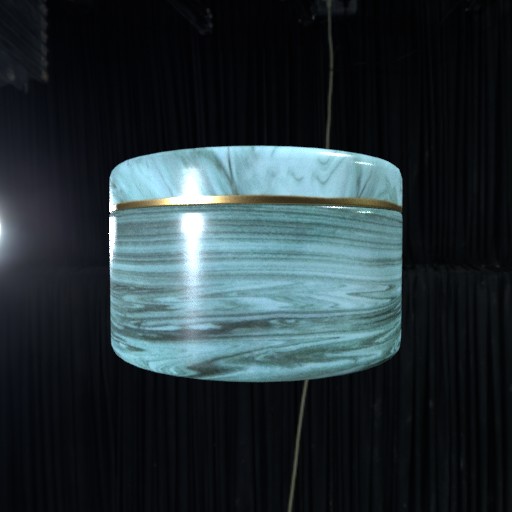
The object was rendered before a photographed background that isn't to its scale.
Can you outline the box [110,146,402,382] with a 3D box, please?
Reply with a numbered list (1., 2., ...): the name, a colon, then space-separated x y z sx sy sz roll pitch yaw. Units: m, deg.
1. box: 0.000 0.000 0.162 0.101 0.063 0.101 0 2 0
